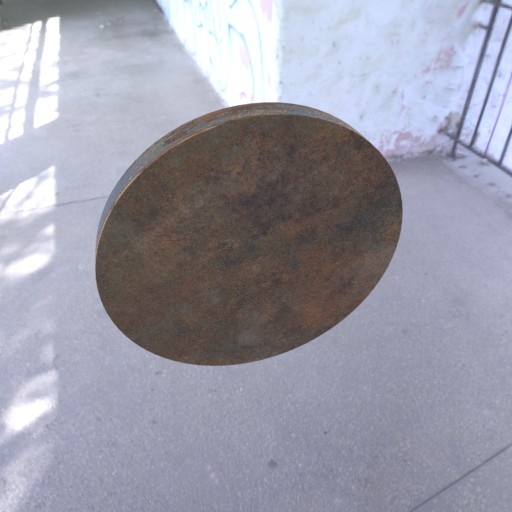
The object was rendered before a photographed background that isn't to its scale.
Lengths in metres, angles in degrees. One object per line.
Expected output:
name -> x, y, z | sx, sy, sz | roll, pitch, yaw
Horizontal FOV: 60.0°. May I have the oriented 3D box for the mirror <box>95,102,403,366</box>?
mirror -> 0.000, 0.000, 0.857 | 0.585, 0.585, 0.061 | -11, 42, -12
